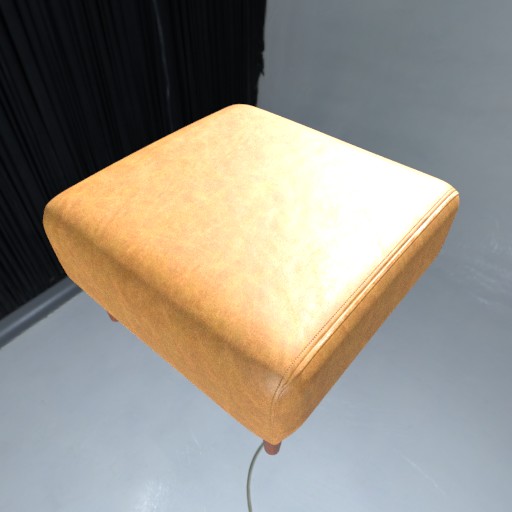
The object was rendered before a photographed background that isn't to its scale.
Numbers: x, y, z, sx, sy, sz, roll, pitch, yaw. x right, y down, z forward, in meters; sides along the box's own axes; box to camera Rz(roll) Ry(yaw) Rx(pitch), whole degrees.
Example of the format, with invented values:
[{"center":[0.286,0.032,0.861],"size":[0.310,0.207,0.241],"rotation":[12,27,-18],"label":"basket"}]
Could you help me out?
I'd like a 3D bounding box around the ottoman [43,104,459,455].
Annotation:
[{"center":[0.000,0.000,1.030],"size":[0.650,0.399,0.650],"rotation":[31,52,28],"label":"ottoman"}]
